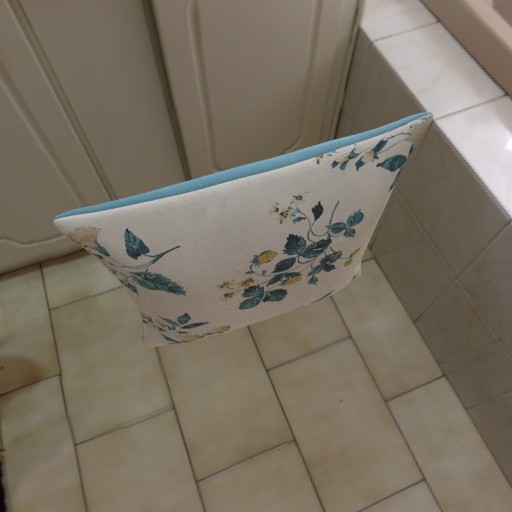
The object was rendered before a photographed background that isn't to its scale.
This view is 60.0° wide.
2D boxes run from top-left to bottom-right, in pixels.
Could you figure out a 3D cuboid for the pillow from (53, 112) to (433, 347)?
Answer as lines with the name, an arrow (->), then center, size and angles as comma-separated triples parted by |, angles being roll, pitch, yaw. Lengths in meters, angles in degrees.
pillow -> 0.000, 0.000, 0.796 | 0.526, 0.507, 0.166 | -17, 64, -9
